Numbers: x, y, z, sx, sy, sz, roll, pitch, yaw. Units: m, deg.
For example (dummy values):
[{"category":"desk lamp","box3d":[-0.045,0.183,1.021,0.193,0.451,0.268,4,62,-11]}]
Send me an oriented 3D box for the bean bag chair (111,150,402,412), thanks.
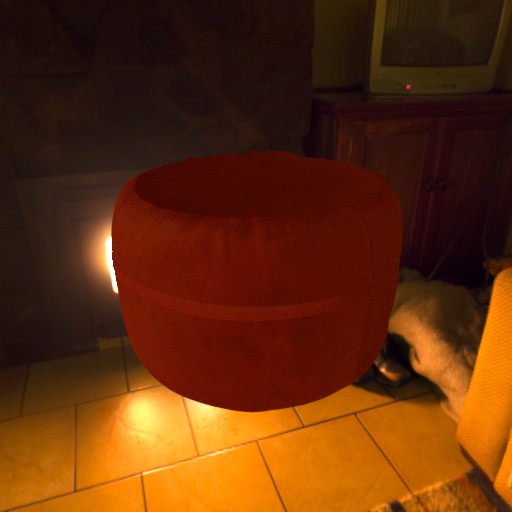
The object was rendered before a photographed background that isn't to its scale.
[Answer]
[{"category":"bean bag chair","box3d":[0.000,0.000,1.973,1.219,0.762,1.219,0,25,0]}]
